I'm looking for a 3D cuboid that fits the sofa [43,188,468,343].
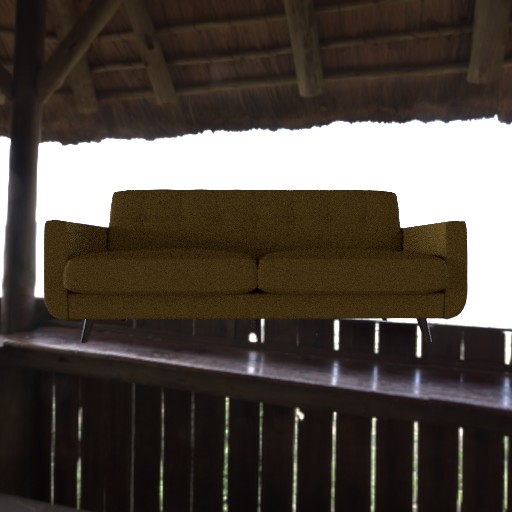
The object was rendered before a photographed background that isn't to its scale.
[{"bbox_3d":[0.000,0.000,2.503,2.029,0.841,0.909,0,0,-1],"label":"sofa"}]
